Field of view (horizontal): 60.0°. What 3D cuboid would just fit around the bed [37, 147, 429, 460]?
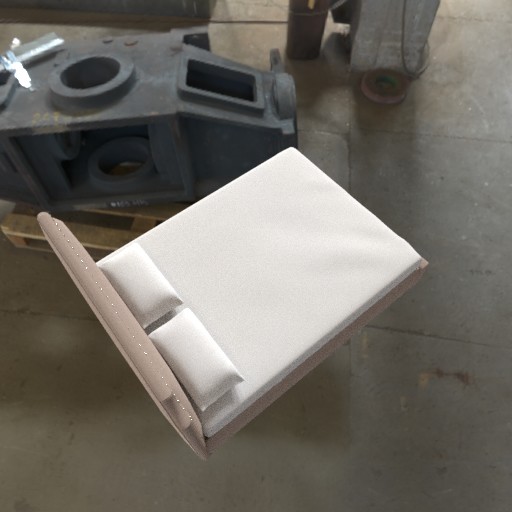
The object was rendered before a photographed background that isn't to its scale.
[{"bbox_3d":[0.000,0.000,3.418,2.372,1.443,1.713,-34,64,-19],"label":"bed"}]
